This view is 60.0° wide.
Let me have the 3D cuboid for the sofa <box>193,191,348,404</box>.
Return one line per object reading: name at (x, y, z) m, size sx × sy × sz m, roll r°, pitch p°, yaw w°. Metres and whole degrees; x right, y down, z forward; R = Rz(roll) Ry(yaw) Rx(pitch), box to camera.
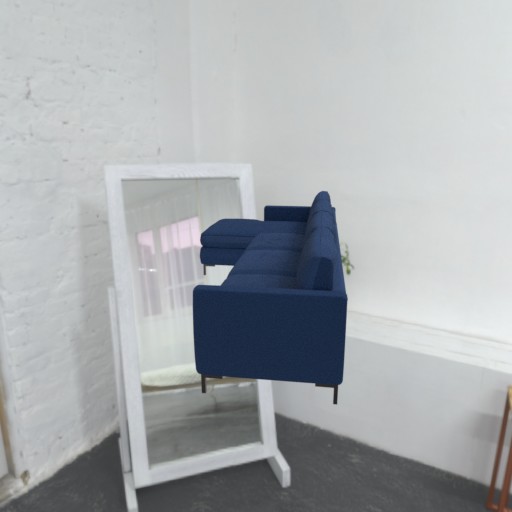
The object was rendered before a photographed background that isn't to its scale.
sofa at (0.000, 0.000, 3.075) m, size 1.128 × 0.679 × 2.450 m, roll 2°, pitch 15°, yaw 8°
